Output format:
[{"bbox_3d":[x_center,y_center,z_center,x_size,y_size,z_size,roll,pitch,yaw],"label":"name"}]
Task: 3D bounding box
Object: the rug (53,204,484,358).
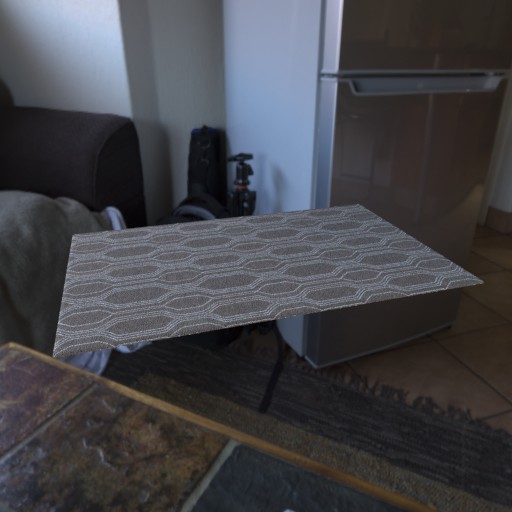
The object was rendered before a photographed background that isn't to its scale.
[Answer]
[{"bbox_3d":[0.000,0.000,3.052,2.457,0.012,1.541,-8,26,-15],"label":"rug"}]
